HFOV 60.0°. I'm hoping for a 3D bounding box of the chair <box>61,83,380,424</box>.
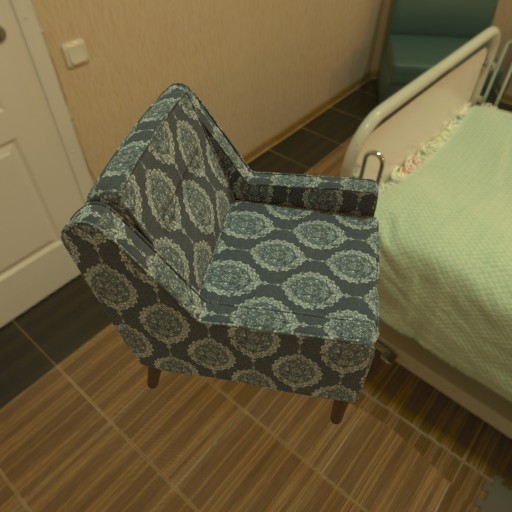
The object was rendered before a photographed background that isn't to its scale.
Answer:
[{"bbox_3d":[0.000,0.000,1.351,0.743,0.792,0.663,8,47,8],"label":"chair"}]
